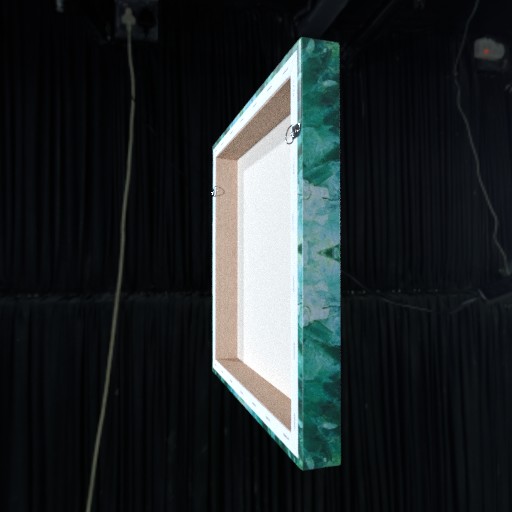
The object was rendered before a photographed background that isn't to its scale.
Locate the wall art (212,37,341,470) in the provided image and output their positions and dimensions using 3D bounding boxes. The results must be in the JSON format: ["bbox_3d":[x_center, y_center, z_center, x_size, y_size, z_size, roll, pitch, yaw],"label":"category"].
[{"bbox_3d":[0.000,0.000,0.471,0.033,0.313,0.313,0,-1,-17],"label":"wall art"}]
